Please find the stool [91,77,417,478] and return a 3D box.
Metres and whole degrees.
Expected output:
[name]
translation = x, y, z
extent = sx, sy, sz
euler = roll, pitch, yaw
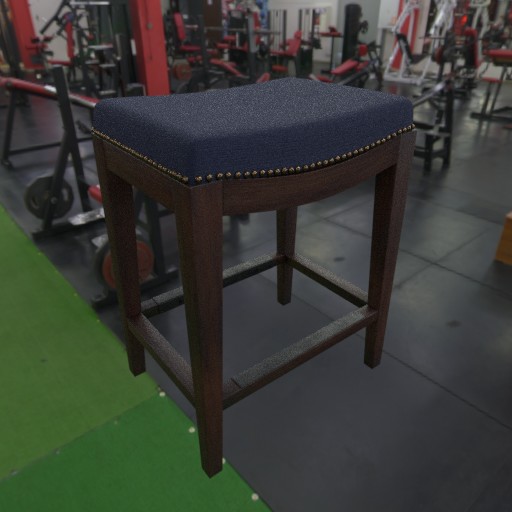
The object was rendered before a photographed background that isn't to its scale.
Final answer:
[stool]
translation = 0.000, 0.000, 0.934
extent = 0.500, 0.642, 0.361
euler = -21, 36, -32
